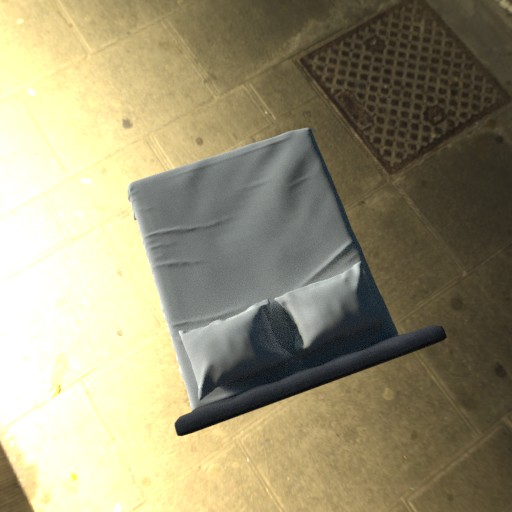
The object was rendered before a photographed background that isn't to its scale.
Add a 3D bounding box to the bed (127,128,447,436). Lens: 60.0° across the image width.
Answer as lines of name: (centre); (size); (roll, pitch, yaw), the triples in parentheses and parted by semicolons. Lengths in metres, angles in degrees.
bed: (0.000, 0.000, 3.475); (1.936, 1.577, 2.222); (-19, 76, -5)
